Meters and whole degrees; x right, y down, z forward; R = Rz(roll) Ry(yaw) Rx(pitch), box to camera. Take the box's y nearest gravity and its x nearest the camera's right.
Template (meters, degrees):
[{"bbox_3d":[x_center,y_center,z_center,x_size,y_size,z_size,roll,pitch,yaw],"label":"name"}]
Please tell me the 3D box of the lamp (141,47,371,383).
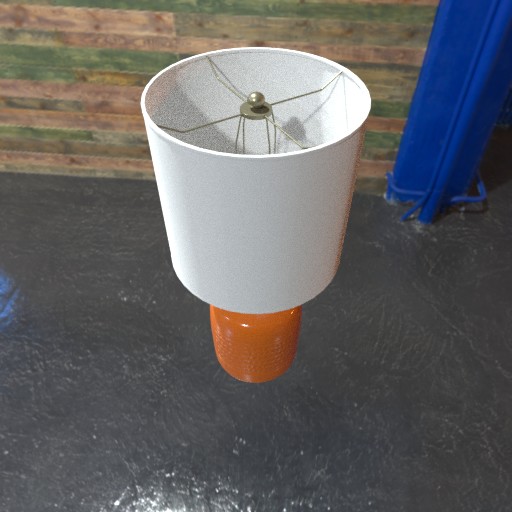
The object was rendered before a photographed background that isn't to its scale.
[{"bbox_3d":[0.000,0.000,1.131,0.418,0.871,0.418,5,47,5],"label":"lamp"}]
